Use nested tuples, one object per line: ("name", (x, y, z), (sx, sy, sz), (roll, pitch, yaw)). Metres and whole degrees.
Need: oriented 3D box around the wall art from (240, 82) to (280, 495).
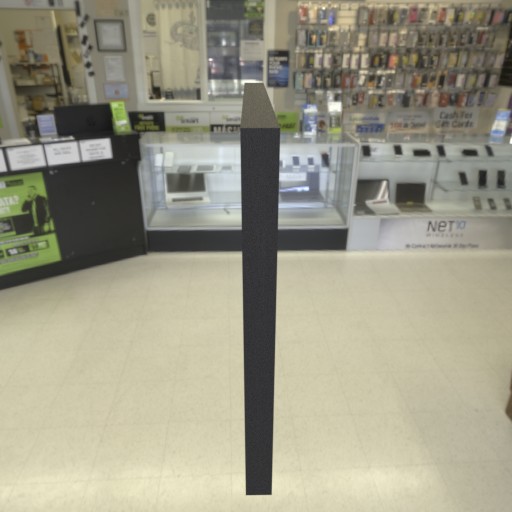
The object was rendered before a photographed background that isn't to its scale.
("wall art", (0.000, 0.000, 0.747), (0.037, 0.507, 0.509), (0, 26, -1))
